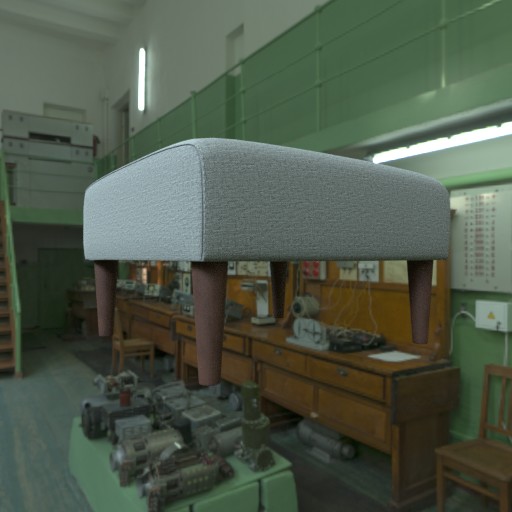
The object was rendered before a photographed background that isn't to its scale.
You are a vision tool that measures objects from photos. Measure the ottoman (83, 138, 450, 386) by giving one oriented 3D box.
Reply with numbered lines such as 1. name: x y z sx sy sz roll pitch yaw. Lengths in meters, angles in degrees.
1. ottoman: 0.000 0.000 1.062 0.650 0.398 0.649 0 0 -36
